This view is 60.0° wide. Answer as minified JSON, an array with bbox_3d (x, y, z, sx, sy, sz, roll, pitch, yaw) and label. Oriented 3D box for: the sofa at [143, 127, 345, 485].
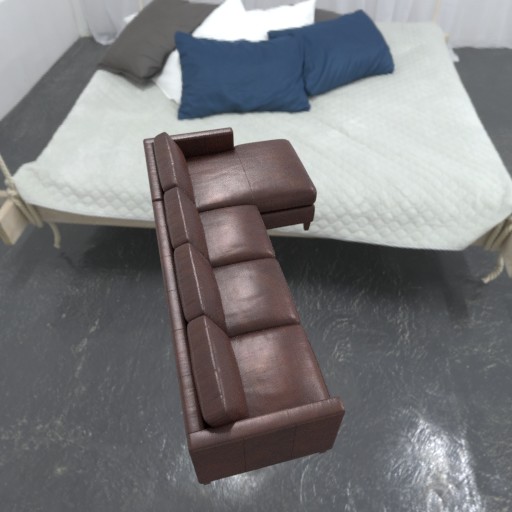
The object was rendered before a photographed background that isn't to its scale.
[{"bbox_3d":[0.000,0.000,3.837,1.581,0.883,3.203,-11,48,-10],"label":"sofa"}]
